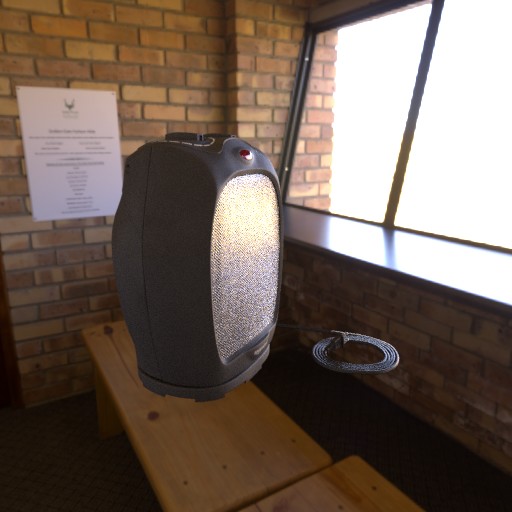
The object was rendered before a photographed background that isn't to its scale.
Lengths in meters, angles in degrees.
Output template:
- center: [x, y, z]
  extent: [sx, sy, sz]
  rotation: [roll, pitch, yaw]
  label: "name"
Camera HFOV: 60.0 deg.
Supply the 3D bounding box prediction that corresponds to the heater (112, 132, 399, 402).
- center: [0.000, 0.000, 0.475]
  extent: [0.291, 0.255, 0.239]
  rotation: [7, 16, 26]
  label: "heater"
